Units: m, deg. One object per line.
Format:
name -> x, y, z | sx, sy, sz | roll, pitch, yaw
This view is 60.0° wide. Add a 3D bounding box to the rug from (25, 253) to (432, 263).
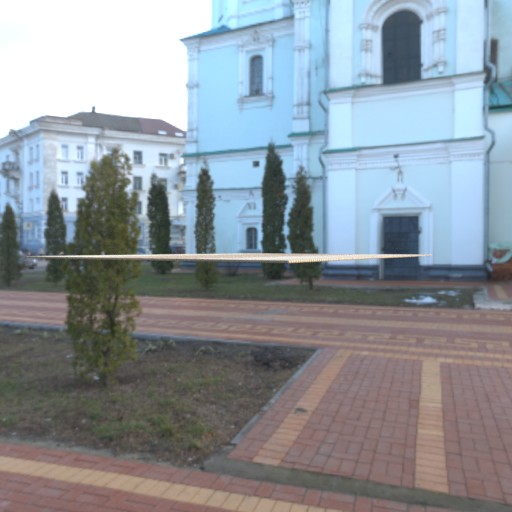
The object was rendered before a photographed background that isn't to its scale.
rug -> 0.000, 0.000, 4.117 | 2.438, 0.013, 3.048 | 1, 1, 34
